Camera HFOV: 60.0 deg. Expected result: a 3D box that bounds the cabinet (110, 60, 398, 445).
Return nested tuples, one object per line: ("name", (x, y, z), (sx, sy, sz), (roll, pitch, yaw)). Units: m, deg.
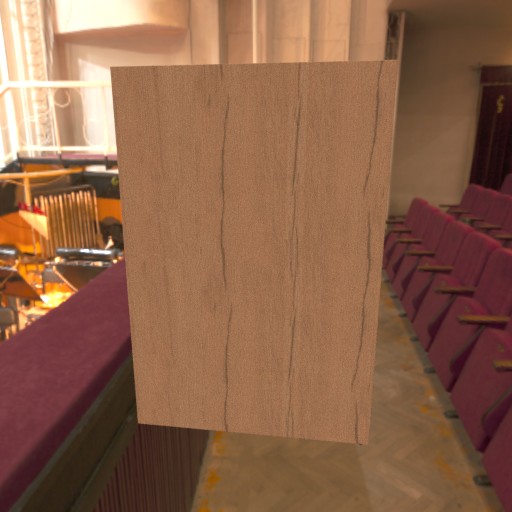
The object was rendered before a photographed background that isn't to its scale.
("cabinet", (0.000, 0.000, 2.674), (1.400, 2.070, 0.580), (2, 15, 8))
